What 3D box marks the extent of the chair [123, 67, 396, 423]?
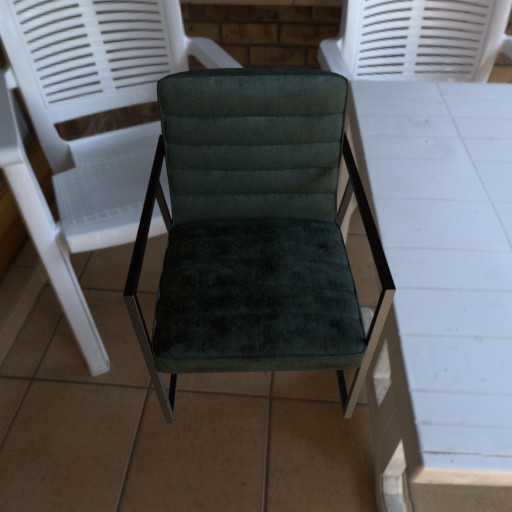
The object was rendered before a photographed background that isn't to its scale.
[{"bbox_3d":[0.000,0.000,1.279,0.571,0.833,0.677,-1,46,-1],"label":"chair"}]
